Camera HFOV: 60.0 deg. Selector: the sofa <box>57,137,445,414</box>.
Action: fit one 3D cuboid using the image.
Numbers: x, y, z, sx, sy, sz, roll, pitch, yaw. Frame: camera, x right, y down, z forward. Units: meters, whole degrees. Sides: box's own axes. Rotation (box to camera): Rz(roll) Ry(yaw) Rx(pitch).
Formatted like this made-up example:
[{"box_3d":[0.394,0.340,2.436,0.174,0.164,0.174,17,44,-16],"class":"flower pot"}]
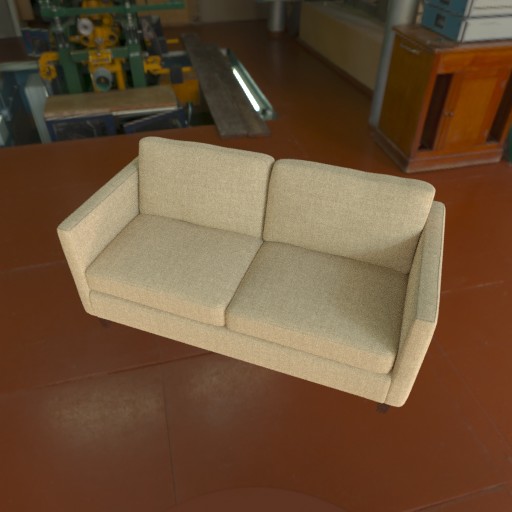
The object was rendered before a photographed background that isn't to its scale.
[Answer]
[{"box_3d":[0.000,0.000,2.502,1.884,0.963,0.950,13,43,15],"class":"sofa"}]
